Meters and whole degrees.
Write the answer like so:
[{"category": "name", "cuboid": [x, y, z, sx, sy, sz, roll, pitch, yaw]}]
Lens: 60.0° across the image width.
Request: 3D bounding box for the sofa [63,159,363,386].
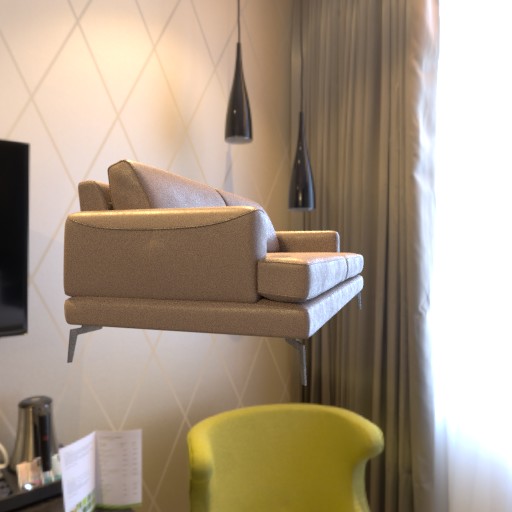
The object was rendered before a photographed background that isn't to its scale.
[{"category": "sofa", "cuboid": [0.000, 0.000, 2.373, 0.974, 0.765, 1.940, 0, 1, 18]}]
